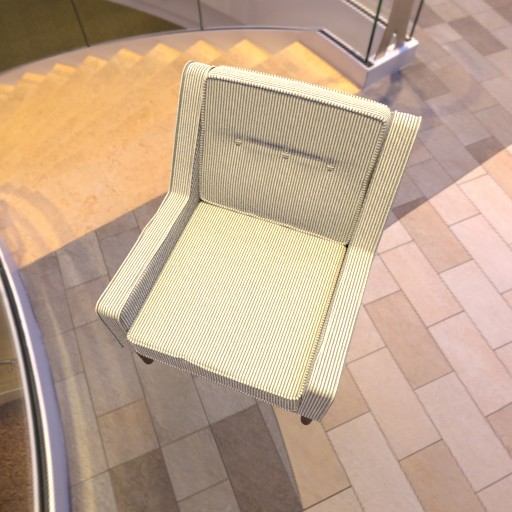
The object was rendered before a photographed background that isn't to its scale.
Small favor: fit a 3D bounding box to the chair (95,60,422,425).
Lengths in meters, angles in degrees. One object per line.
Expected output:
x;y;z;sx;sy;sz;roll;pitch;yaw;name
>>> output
0.000;0.000;1.325;0.663;0.792;0.743;18;61;10;chair
